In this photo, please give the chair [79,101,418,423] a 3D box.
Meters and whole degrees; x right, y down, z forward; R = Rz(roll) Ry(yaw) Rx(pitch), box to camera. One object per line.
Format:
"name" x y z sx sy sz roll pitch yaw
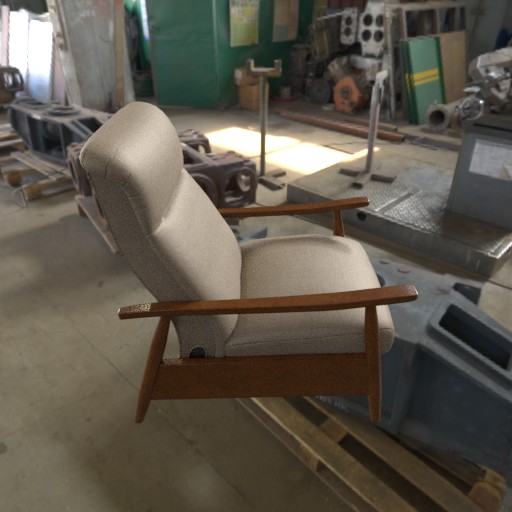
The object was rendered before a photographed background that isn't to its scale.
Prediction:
"chair" 0.000 0.000 1.763 1.032 1.082 0.762 0 32 0
